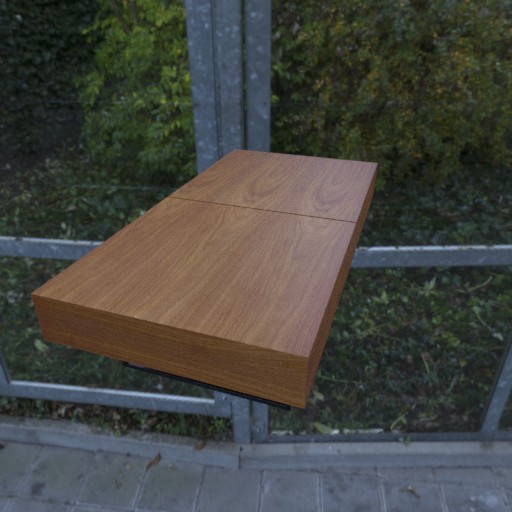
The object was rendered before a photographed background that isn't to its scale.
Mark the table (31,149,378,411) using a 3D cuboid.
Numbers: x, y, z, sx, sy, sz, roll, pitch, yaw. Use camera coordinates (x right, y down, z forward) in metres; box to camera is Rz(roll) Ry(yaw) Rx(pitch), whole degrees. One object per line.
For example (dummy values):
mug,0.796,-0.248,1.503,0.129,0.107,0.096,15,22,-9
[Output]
table,0.000,0.000,1.436,0.610,0.330,1.194,10,30,17
